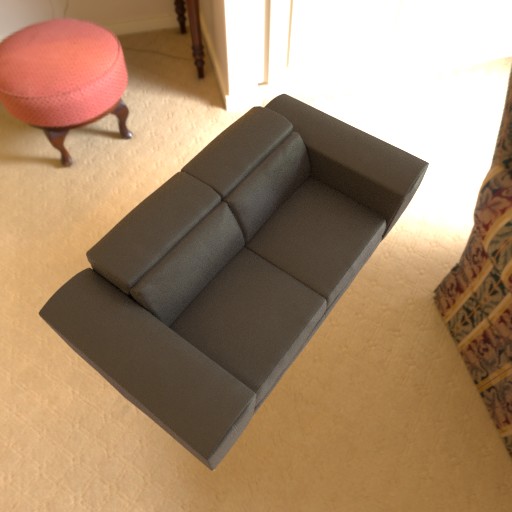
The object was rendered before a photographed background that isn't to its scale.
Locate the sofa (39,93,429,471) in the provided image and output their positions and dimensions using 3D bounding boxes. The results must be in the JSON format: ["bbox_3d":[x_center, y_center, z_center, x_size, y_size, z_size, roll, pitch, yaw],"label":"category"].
[{"bbox_3d":[0.000,0.000,2.368,1.003,0.779,1.895,33,63,19],"label":"sofa"}]
